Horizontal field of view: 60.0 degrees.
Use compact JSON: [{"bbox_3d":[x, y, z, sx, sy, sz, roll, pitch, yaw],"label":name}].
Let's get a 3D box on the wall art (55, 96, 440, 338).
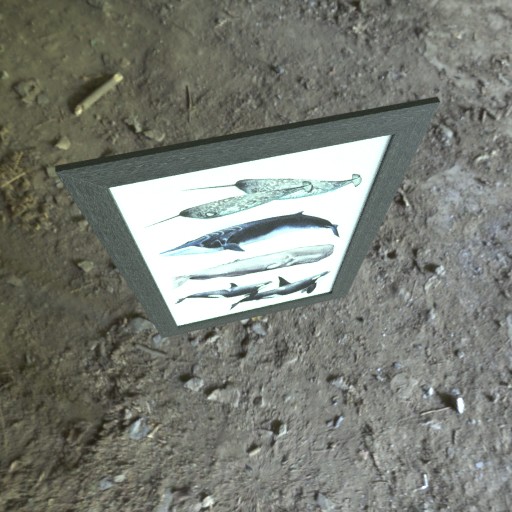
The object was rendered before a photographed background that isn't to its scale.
[{"bbox_3d":[0.000,0.000,1.409,0.810,1.116,0.016,-12,64,-6],"label":"wall art"}]
